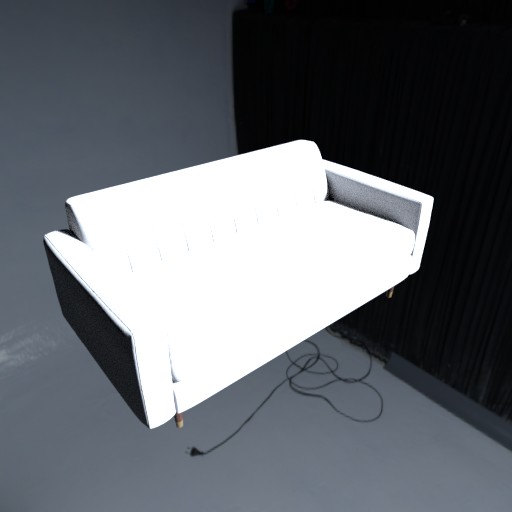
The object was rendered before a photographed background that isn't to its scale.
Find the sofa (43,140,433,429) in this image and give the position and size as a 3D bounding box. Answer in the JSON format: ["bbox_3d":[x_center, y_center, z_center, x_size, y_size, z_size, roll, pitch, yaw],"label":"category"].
[{"bbox_3d":[0.000,0.000,2.426,1.895,0.814,0.969,-23,37,-33],"label":"sofa"}]
